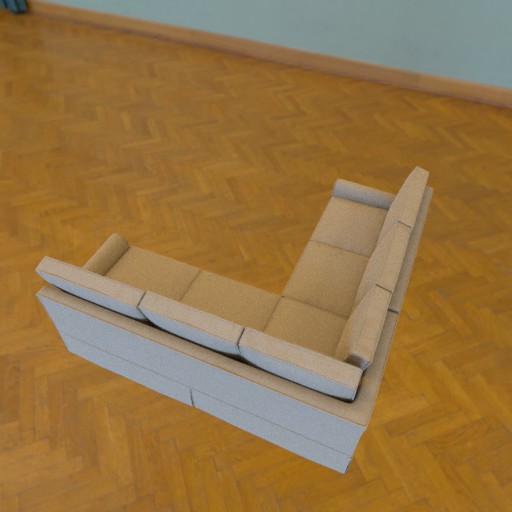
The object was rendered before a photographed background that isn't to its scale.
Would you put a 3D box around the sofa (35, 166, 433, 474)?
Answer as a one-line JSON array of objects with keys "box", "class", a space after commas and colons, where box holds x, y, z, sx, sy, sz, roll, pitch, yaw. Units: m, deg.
[{"box": [0.000, 0.000, 4.222, 2.733, 1.124, 2.730, 18, 49, 16], "class": "sofa"}]
